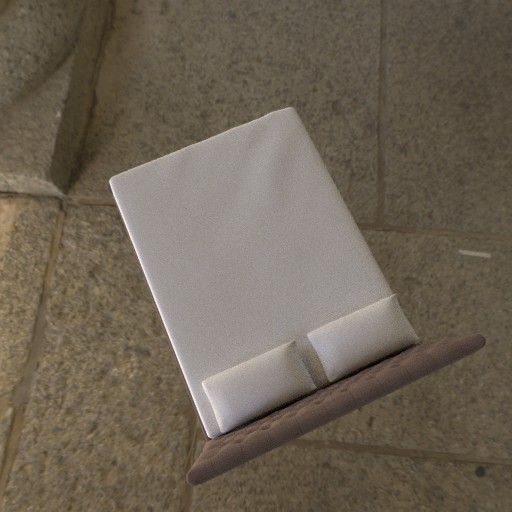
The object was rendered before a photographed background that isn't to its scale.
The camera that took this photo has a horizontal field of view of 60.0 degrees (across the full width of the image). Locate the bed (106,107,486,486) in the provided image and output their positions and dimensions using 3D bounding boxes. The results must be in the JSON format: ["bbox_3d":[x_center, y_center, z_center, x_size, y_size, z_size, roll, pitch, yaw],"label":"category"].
[{"bbox_3d":[0.000,0.000,3.160,1.696,1.426,2.233,-23,76,-6],"label":"bed"}]
